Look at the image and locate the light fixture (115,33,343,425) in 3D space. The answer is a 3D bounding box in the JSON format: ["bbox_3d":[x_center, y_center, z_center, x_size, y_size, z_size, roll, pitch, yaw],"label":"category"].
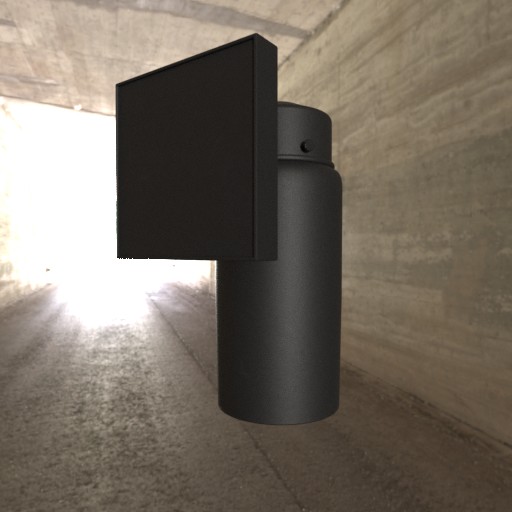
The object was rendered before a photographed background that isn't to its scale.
[{"bbox_3d":[0.000,0.000,0.361,0.130,0.257,0.176,0,0,36],"label":"light fixture"}]
